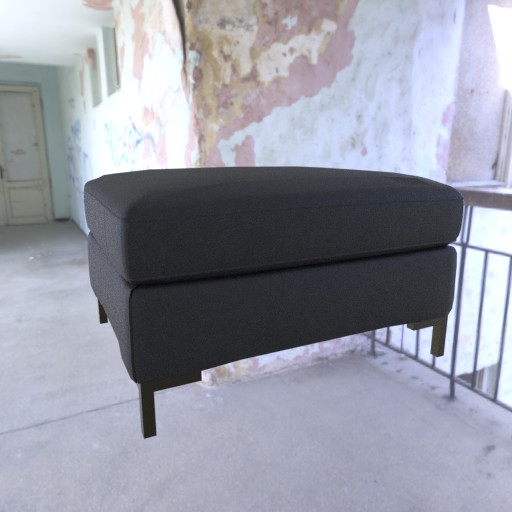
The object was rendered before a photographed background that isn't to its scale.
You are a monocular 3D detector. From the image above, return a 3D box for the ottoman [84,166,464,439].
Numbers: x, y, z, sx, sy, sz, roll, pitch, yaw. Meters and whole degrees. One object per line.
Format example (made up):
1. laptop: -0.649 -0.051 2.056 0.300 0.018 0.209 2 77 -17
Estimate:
1. ottoman: 0.000 0.000 1.769 1.187 0.696 0.967 -7 15 -25
